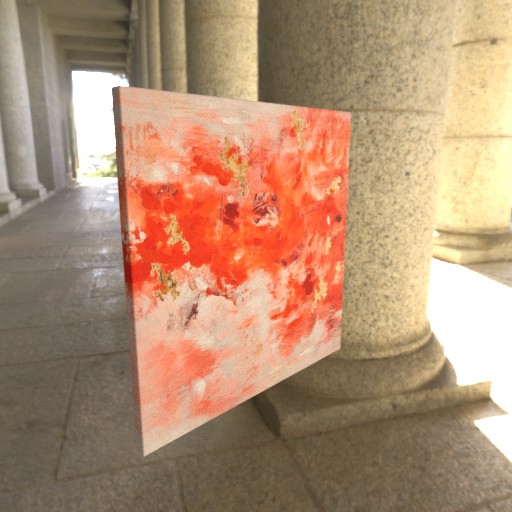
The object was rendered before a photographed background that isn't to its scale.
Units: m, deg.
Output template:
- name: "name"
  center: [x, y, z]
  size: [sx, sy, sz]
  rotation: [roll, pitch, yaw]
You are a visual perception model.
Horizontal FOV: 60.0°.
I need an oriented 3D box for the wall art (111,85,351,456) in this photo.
- name: "wall art"
  center: [0.000, 0.000, 1.338]
  size: [0.066, 0.878, 0.878]
  rotation: [12, 18, 43]
